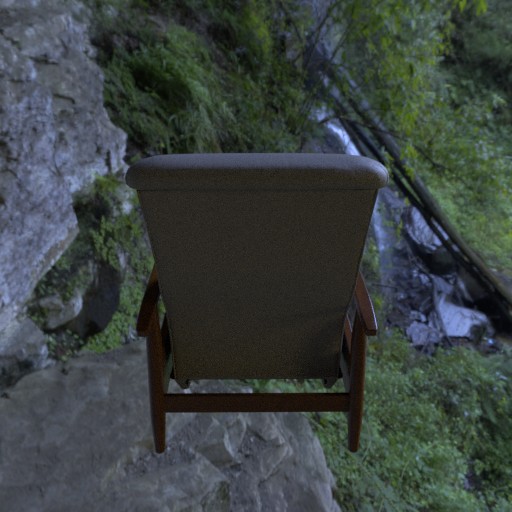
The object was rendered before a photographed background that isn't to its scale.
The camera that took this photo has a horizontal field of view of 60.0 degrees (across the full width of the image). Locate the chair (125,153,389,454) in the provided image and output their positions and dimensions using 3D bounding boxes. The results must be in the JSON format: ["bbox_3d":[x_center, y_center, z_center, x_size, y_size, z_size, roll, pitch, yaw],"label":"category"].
[{"bbox_3d":[0.000,0.000,1.736,0.762,1.082,1.032,0,30,0],"label":"chair"}]
